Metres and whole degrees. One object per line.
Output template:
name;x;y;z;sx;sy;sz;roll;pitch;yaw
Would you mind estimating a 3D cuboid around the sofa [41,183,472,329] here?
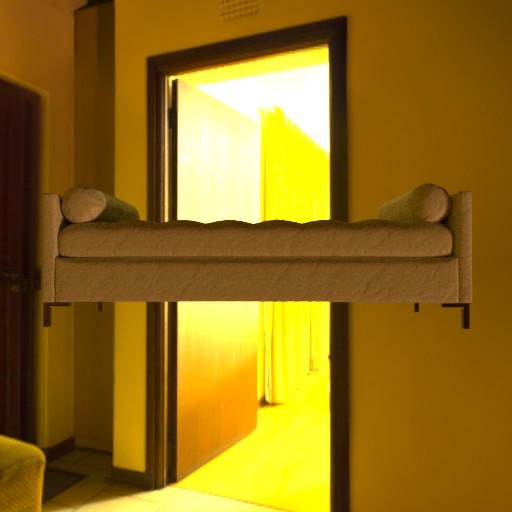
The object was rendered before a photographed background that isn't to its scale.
sofa;0.000;0.000;2.508;2.102;0.705;0.796;0;-1;2
